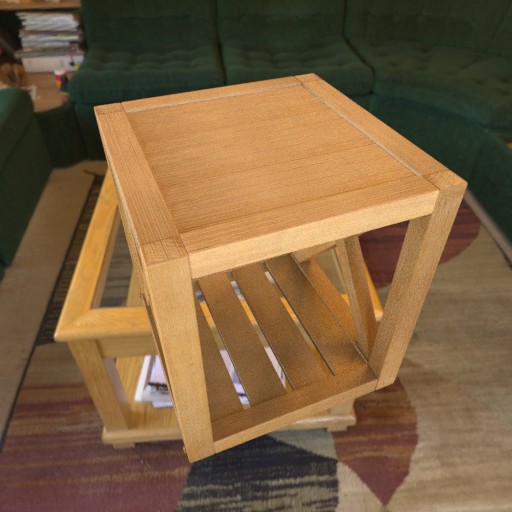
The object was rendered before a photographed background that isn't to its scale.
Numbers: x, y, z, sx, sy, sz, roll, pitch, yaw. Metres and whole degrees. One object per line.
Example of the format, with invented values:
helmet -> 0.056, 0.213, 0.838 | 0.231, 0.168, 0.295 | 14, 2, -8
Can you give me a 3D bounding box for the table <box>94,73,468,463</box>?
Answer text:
table -> 0.000, 0.000, 1.064 | 0.558, 0.610, 0.559 | -15, 44, -16
